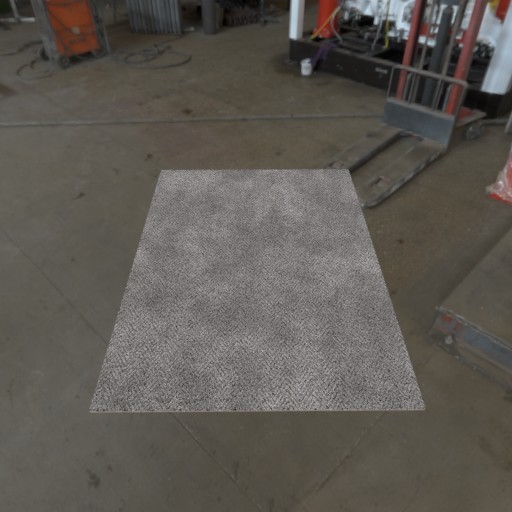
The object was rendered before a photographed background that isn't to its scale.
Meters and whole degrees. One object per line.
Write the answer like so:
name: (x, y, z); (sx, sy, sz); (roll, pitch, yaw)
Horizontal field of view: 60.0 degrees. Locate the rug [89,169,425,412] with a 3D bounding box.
rug: (0.000, 0.000, 2.944); (1.600, 0.008, 2.235); (0, 41, 0)
